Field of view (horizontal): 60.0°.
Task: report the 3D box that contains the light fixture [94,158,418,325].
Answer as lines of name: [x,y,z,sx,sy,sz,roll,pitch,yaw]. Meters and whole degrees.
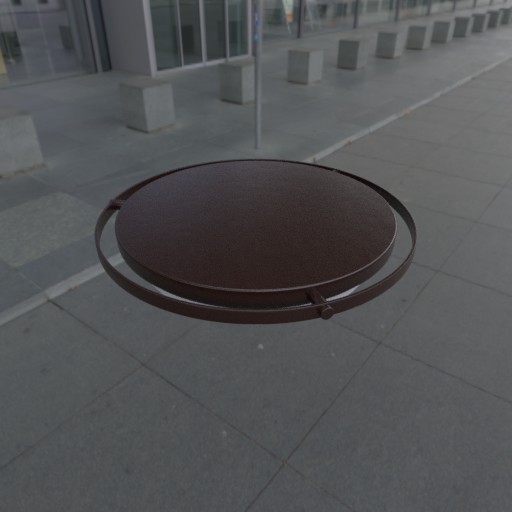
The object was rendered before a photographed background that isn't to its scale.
light fixture: [0.000,0.000,0.549,0.361,0.130,0.361,0,32,0]
